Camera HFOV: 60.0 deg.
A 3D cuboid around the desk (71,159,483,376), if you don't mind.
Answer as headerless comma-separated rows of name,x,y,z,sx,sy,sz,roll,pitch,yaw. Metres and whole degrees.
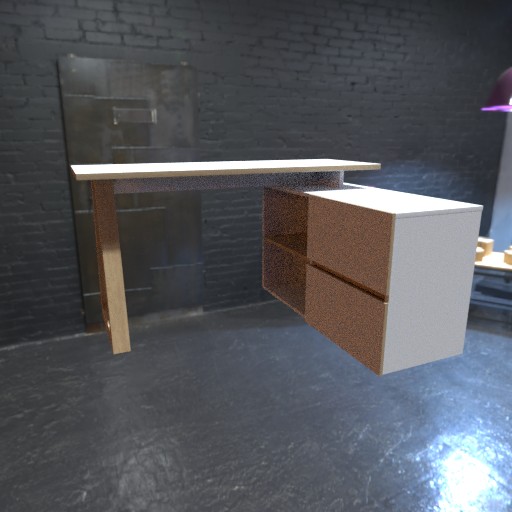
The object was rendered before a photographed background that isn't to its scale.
desk,0.000,0.000,1.957,1.404,0.755,1.098,-7,17,-23
